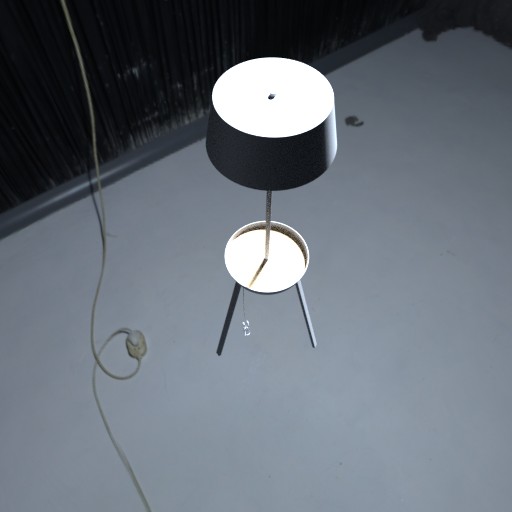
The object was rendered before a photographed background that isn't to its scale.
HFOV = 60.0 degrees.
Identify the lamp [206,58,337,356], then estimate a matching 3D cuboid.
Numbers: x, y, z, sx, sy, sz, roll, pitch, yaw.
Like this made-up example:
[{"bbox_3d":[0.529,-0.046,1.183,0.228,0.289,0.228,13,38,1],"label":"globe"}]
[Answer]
[{"bbox_3d":[0.000,0.000,1.682,0.468,1.429,0.508,-31,63,-18],"label":"lamp"}]
